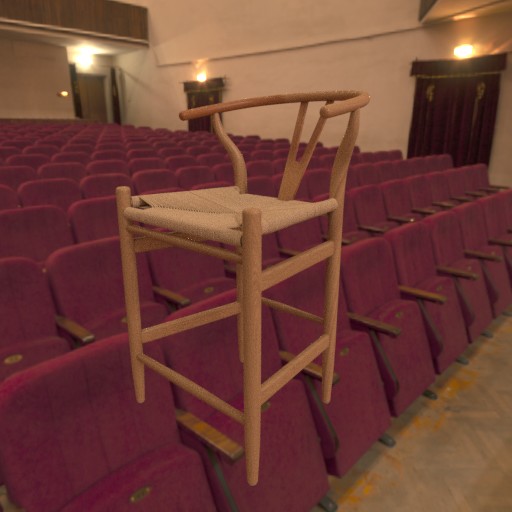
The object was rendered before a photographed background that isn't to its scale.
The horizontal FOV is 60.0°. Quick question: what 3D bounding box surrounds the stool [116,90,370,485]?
[{"bbox_3d":[0.000,0.000,1.281,0.536,0.923,0.575,15,22,41],"label":"stool"}]
